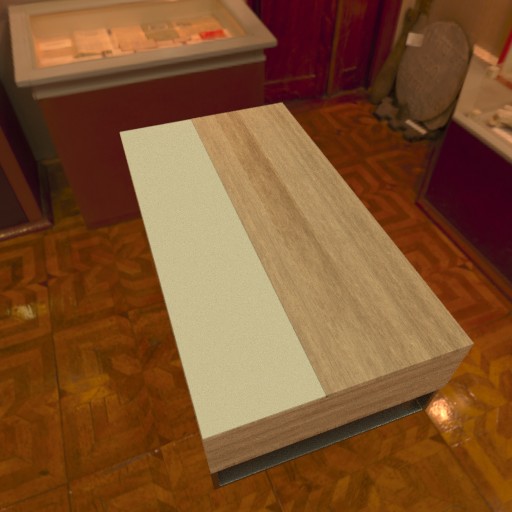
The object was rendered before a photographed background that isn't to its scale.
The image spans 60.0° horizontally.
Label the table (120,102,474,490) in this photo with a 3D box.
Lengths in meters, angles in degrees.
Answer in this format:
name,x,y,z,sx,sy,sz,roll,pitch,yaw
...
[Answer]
name,x,y,z,sx,sy,sz,roll,pitch,yaw
table,0.000,0.000,1.362,0.600,0.350,1.100,-15,49,-13
